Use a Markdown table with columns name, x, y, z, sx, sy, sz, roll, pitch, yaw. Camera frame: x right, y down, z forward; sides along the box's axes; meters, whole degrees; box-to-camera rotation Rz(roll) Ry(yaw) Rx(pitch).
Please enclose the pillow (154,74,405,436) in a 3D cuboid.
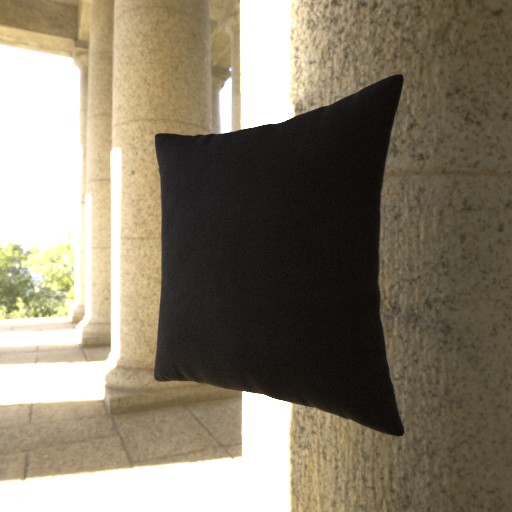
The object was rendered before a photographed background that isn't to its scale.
| name | x | y | z | sx | sy | sz | roll | pitch | yaw |
| --- | --- | --- | --- | --- | --- | --- | --- | --- | --- |
| pillow | 0.000 | 0.000 | 0.767 | 0.511 | 0.509 | 0.161 | -1 | -1 | 36 |
